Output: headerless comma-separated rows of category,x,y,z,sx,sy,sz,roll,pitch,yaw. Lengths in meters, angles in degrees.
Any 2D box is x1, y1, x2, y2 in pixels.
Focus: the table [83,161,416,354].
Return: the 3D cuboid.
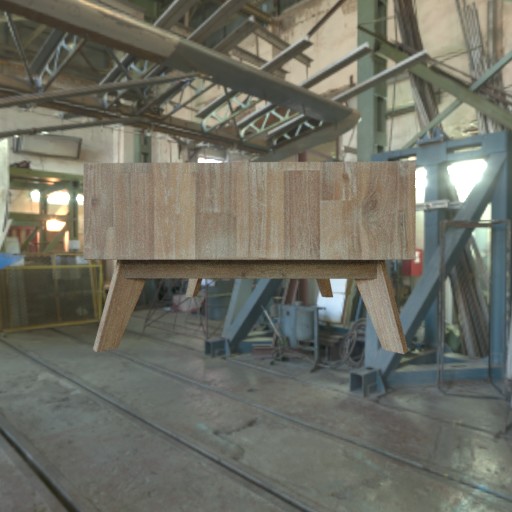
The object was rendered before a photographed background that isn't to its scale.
table,0.000,0.000,2.018,0.918,0.531,1.619,0,1,2
